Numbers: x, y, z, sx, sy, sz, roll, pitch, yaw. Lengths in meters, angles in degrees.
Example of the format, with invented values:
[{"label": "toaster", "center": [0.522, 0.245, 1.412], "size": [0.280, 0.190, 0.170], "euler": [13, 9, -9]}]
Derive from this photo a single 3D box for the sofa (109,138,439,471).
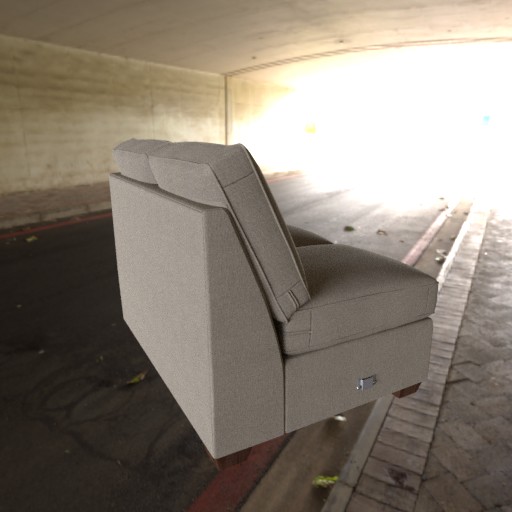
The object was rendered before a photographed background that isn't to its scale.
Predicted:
[{"label": "sofa", "center": [0.000, 0.000, 1.967], "size": [0.978, 1.006, 1.232], "euler": [-8, 18, -28]}]
